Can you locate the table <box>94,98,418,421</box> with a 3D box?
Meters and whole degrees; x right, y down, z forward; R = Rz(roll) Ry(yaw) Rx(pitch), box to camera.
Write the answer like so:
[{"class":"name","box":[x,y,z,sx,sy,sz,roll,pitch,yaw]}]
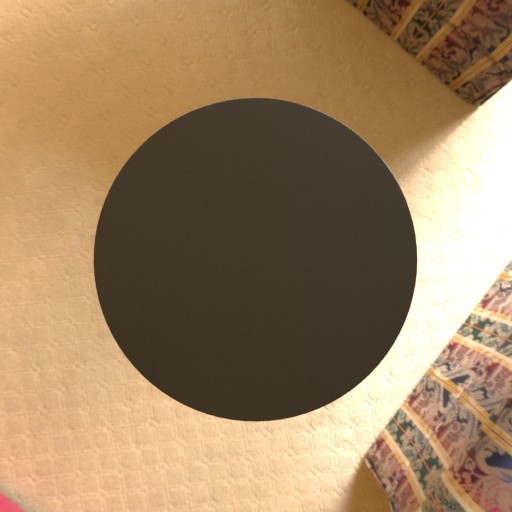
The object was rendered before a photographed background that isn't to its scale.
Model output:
[{"class":"table","box":[0.000,0.000,0.981,0.481,0.665,0.481,0,91,0]}]
